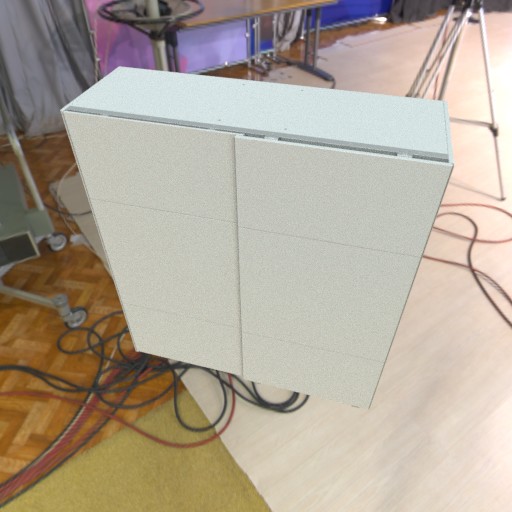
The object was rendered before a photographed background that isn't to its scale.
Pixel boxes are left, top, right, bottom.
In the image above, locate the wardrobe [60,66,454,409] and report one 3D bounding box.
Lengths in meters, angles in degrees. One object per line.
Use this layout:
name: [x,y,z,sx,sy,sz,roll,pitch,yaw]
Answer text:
wardrobe: [0.000,0.000,2.790,1.780,1.960,0.629,10,44,11]
